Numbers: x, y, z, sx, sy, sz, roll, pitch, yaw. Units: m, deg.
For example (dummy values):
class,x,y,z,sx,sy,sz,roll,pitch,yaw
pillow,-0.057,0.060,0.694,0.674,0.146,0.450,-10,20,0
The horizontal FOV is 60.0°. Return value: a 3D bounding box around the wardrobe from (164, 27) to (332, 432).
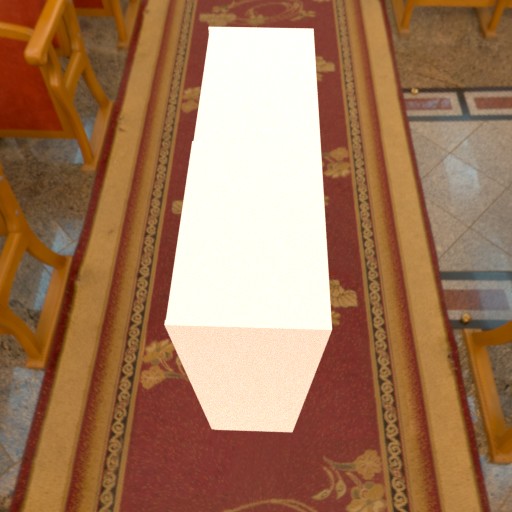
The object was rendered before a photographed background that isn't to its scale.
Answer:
class,x,y,z,sx,sy,sz,roll,pitch,yaw
wardrobe,0.000,0.000,2.924,0.600,2.020,1.830,2,59,1
